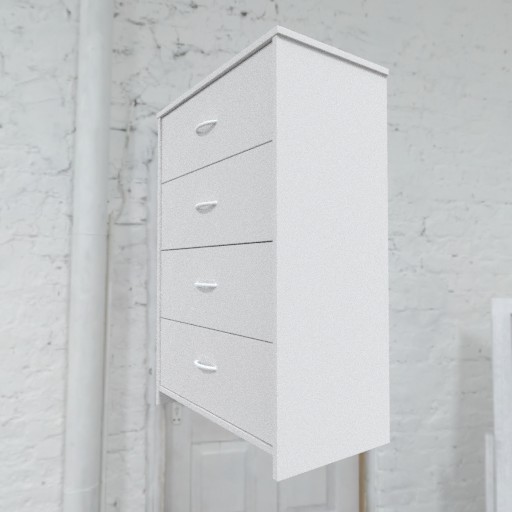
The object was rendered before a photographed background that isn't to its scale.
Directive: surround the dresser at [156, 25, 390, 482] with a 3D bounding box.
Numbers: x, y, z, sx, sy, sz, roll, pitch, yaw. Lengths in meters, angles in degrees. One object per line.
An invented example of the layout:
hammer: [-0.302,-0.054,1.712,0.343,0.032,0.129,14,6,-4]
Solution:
dresser: [0.000,0.000,1.381,0.401,1.021,0.704,1,-2,-35]
